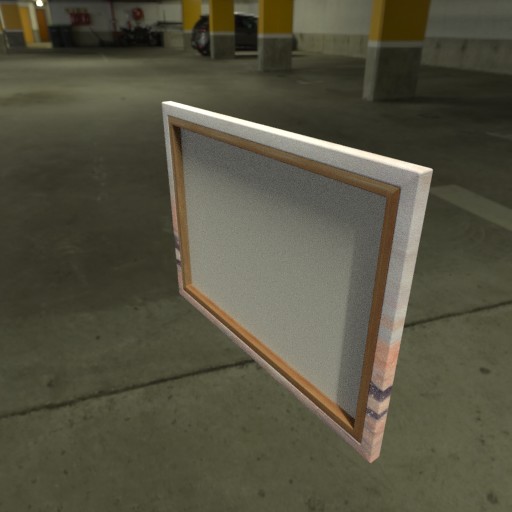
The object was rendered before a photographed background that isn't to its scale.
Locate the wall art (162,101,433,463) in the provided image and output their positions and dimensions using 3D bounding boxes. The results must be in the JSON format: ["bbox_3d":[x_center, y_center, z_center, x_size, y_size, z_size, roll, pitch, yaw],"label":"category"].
[{"bbox_3d":[0.000,0.000,1.322,0.038,0.763,1.015,-19,33,-32],"label":"wall art"}]
